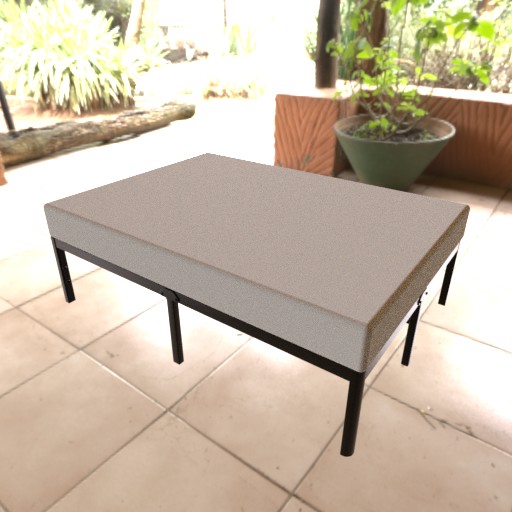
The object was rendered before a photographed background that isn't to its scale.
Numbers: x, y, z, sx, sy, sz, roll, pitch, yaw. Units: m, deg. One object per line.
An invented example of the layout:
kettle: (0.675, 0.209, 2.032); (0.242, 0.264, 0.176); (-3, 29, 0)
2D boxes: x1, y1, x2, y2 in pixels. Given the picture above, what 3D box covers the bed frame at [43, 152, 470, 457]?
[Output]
bed frame: (0.000, 0.000, 2.626); (1.956, 0.659, 1.408); (19, 33, 31)
